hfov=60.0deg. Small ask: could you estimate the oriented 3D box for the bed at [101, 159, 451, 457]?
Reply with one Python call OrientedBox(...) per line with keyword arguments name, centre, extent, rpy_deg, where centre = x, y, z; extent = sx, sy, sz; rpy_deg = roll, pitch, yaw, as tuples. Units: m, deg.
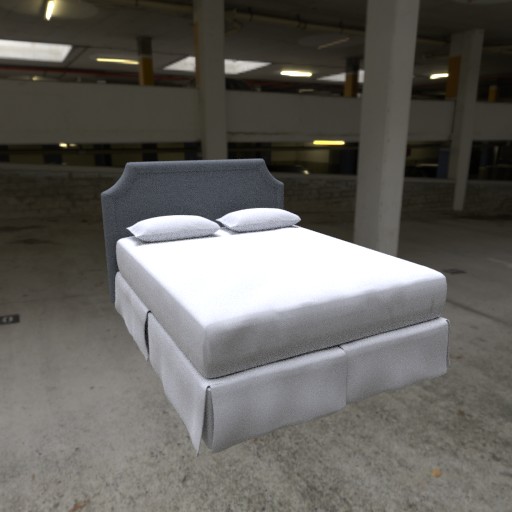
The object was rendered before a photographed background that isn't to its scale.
OrientedBox(name="bed", centre=(0.000, 0.000, 3.320), extent=(1.811, 1.296, 2.259), rpy_deg=(-8, 17, -27))
